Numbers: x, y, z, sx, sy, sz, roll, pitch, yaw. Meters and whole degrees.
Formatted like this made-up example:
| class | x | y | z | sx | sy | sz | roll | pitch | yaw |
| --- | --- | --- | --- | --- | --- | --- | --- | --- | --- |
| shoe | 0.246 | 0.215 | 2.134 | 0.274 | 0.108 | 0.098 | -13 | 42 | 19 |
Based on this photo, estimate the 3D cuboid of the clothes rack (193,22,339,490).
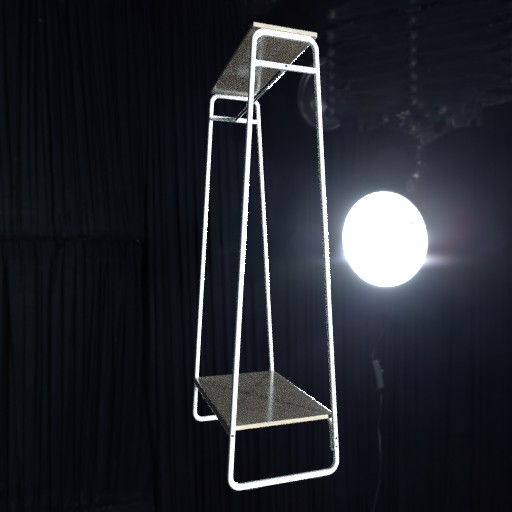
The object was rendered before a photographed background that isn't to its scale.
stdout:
| class | x | y | z | sx | sy | sz | roll | pitch | yaw |
| --- | --- | --- | --- | --- | --- | --- | --- | --- | --- |
| clothes rack | 0.000 | 0.000 | 1.770 | 0.400 | 1.512 | 0.640 | 0 | 0 | -18 |
